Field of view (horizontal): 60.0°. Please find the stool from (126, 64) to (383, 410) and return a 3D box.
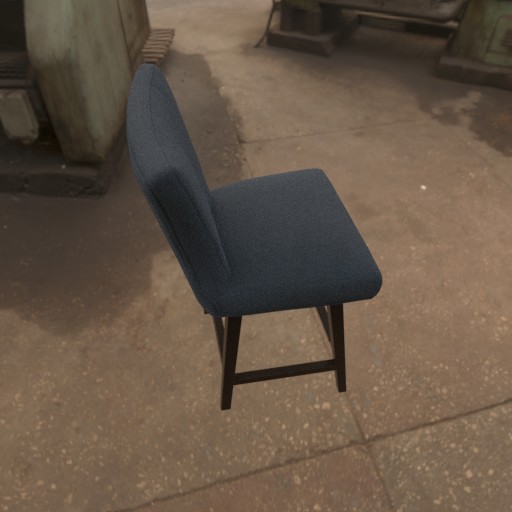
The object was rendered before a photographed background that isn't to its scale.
[{"bbox_3d":[0.000,0.000,1.331,0.574,1.000,0.514,-9,46,-9],"label":"stool"}]
